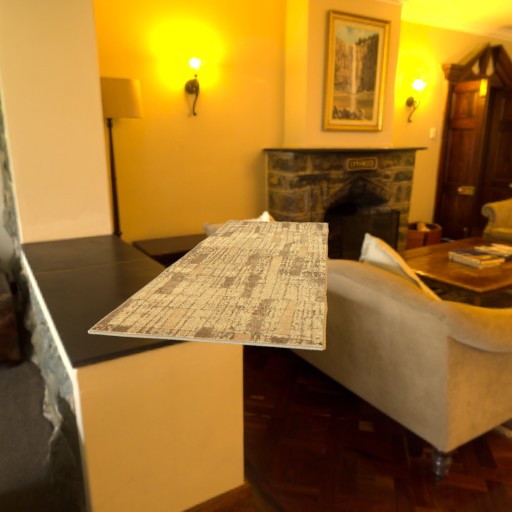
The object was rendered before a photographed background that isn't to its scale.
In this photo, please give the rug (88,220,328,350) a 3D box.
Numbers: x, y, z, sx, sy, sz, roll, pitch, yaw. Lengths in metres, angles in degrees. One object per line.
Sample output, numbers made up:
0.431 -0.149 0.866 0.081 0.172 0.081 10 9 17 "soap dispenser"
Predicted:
0.000 0.000 2.663 0.857 0.018 2.383 2 15 9 "rug"
